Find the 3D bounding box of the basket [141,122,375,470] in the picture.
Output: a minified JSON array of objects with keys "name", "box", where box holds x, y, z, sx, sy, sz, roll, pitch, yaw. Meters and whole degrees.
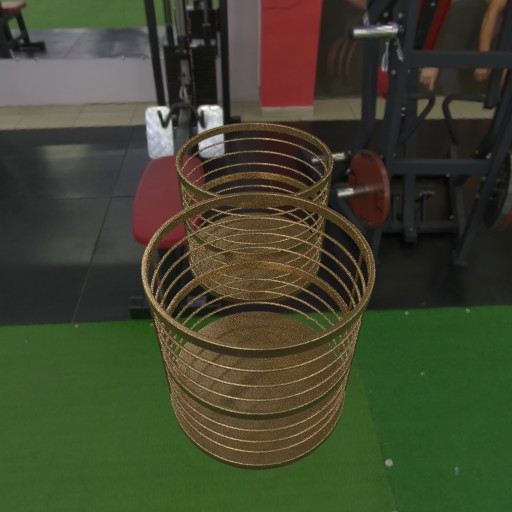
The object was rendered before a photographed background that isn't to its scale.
[{"name":"basket","box":[0.000,0.000,0.946,0.356,0.351,0.746,-1,42,-1]}]
